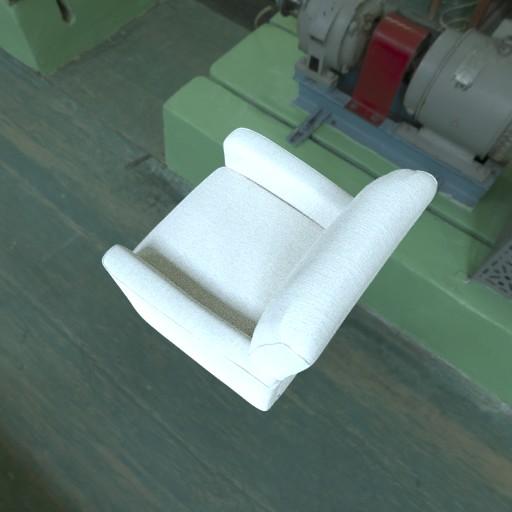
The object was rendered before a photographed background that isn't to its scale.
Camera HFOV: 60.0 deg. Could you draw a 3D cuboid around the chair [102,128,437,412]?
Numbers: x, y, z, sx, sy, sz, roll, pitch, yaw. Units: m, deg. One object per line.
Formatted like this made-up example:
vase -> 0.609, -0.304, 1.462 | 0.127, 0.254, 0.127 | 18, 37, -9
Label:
chair -> 0.000, 0.000, 1.699 | 0.858, 1.028, 0.841 | 35, 68, 16
